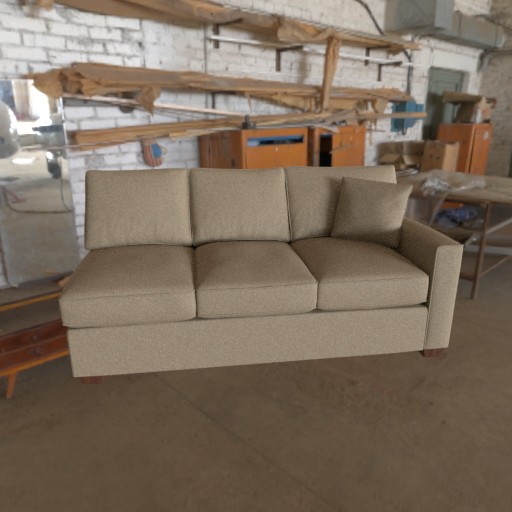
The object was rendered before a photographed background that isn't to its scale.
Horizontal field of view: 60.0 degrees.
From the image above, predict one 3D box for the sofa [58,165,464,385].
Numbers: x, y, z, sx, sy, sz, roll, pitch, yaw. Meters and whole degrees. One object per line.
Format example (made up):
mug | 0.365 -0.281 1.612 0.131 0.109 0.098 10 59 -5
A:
sofa | 0.000 0.000 2.571 1.963 0.946 1.034 -3 18 -8
